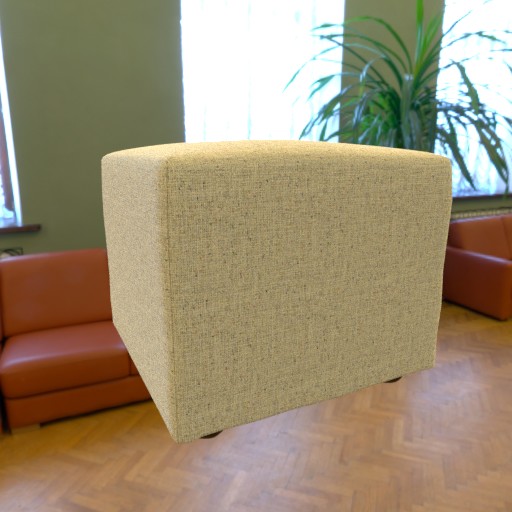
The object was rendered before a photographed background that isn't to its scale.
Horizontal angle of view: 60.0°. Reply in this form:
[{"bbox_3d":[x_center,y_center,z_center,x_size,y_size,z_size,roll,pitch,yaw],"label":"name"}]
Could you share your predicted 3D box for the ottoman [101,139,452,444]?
[{"bbox_3d":[0.000,0.000,0.897,0.512,0.453,0.521,-7,15,-26],"label":"ottoman"}]
